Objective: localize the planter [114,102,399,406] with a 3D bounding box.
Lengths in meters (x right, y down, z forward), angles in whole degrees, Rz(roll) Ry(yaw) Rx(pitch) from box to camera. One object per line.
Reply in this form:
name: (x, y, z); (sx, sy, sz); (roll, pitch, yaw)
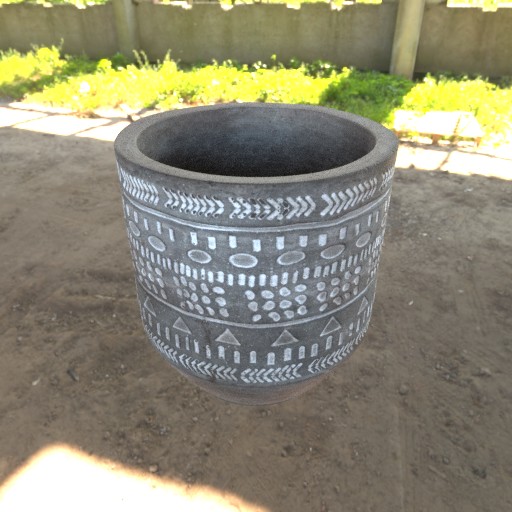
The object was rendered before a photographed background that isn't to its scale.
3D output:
planter: (0.000, 0.000, 0.227); (0.122, 0.128, 0.122); (0, 31, 0)
